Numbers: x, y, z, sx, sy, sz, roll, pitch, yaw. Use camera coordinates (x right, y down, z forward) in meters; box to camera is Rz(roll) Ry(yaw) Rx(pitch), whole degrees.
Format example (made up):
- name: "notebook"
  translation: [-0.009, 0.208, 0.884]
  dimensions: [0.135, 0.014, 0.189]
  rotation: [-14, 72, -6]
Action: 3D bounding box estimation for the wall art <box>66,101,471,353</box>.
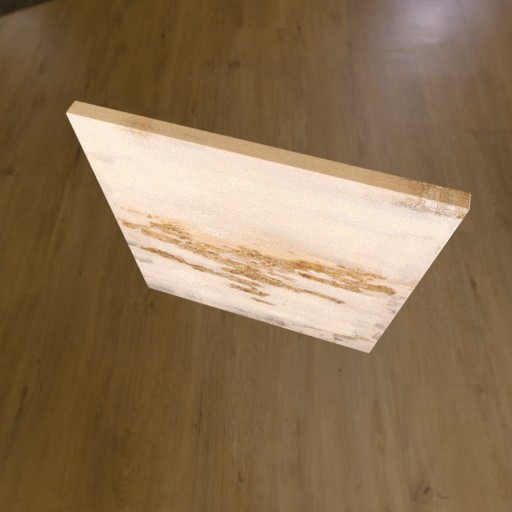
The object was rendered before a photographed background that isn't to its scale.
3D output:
- name: "wall art"
  translation: [0.000, 0.000, 1.125]
  dimensions: [0.753, 0.755, 0.038]
  rotation: [15, 61, 9]
